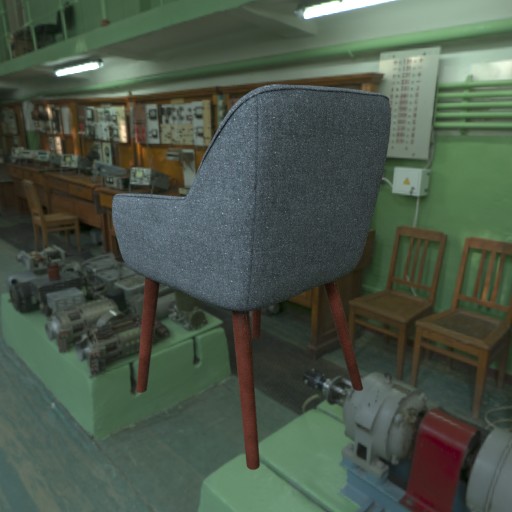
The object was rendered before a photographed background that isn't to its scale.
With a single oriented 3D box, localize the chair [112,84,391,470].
[{"bbox_3d":[0.000,0.000,1.164,0.519,0.803,0.543,16,23,43],"label":"chair"}]
